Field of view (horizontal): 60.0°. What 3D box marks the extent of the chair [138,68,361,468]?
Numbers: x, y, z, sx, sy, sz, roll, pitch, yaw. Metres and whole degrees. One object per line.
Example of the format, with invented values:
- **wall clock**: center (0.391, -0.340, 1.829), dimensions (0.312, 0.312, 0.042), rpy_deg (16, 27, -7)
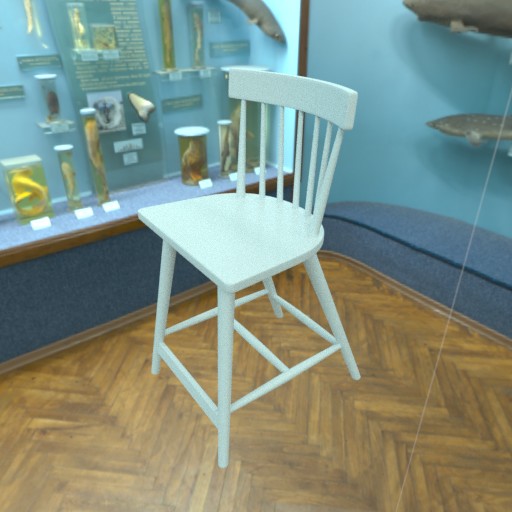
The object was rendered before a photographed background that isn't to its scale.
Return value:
- **chair**: center (0.000, 0.000, 1.285), dimensions (0.572, 0.952, 0.483), rpy_deg (-20, 36, -31)
